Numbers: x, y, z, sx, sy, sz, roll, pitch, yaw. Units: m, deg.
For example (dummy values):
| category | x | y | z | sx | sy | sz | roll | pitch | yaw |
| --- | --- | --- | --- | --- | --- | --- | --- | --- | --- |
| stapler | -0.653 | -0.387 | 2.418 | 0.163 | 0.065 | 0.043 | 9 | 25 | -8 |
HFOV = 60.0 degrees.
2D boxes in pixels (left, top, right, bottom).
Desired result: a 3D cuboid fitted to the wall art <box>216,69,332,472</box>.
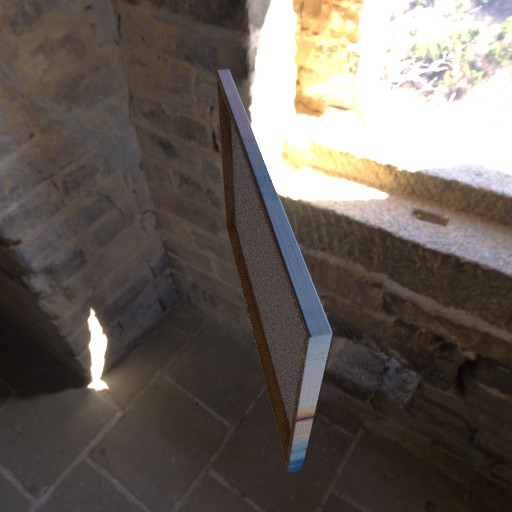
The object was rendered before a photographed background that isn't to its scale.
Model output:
| category | x | y | z | sx | sy | sz | roll | pitch | yaw |
| --- | --- | --- | --- | --- | --- | --- | --- | --- | --- |
| wall art | 0.000 | 0.000 | 1.180 | 0.037 | 0.605 | 0.911 | -9 | 47 | -8 |
